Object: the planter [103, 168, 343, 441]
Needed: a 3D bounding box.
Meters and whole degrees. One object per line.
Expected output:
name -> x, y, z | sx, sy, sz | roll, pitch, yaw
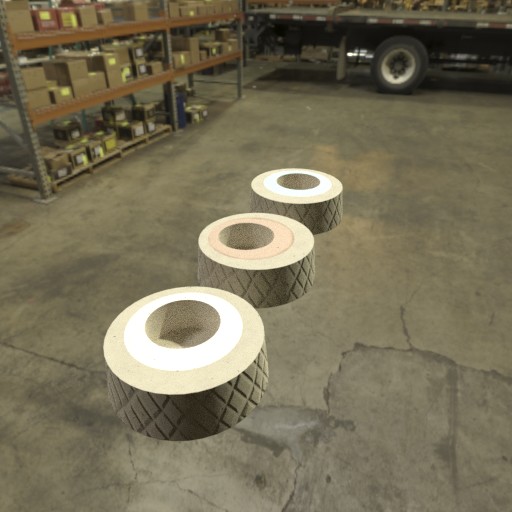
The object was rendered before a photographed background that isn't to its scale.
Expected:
planter -> 0.000, 0.000, 0.420 | 0.114, 0.038, 0.390 | 11, 33, 17
